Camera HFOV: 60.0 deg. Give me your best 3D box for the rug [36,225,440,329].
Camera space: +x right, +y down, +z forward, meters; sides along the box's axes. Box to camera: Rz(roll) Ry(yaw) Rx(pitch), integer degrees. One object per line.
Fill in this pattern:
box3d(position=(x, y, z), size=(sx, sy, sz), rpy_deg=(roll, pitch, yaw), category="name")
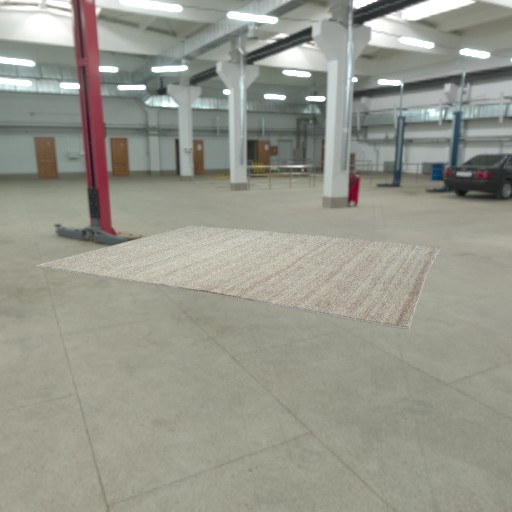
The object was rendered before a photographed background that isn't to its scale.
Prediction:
box3d(position=(0.000, 0.000, 4.334), size=(3.202, 0.045, 2.434), rpy_deg=(7, 15, 26), category="rug")
